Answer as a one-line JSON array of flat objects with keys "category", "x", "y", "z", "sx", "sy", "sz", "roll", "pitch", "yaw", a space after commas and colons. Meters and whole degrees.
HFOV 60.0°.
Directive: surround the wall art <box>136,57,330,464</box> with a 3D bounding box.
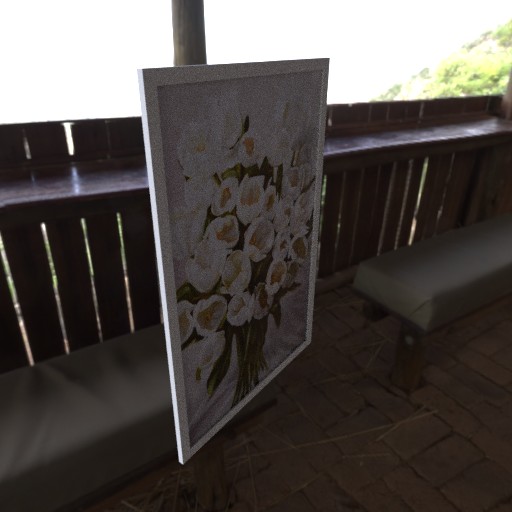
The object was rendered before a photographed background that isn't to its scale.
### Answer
[{"category": "wall art", "x": 0.000, "y": 0.000, "z": 1.202, "sx": 0.015, "sy": 0.965, "sz": 0.660, "roll": 18, "pitch": 31, "yaw": 33}]
